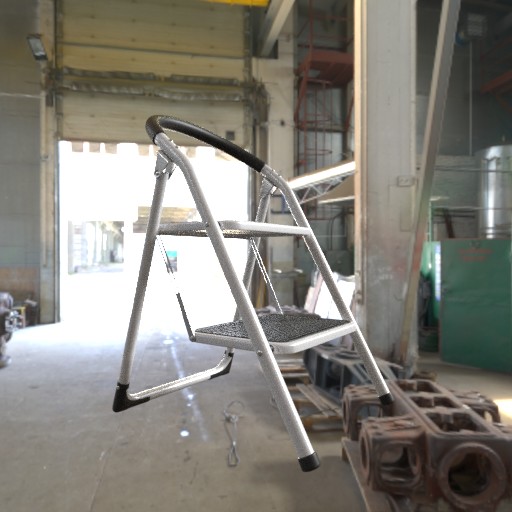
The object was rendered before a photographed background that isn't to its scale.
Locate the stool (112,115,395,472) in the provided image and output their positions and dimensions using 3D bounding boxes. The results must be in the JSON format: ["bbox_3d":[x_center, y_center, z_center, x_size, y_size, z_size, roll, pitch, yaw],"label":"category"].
[{"bbox_3d":[0.000,0.000,1.101,0.559,0.760,0.453,0,0,35],"label":"stool"}]
